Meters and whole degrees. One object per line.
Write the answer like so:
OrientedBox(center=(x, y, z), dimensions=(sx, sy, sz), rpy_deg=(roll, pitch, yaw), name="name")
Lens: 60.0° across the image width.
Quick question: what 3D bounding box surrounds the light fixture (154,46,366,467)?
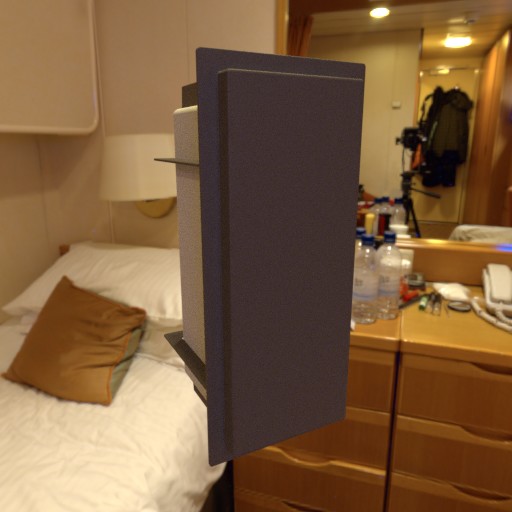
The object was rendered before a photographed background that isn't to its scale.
OrientedBox(center=(0.000, 0.000, 0.435), dimensions=(0.153, 0.347, 0.146), rpy_deg=(-8, 16, -27), name="light fixture")
